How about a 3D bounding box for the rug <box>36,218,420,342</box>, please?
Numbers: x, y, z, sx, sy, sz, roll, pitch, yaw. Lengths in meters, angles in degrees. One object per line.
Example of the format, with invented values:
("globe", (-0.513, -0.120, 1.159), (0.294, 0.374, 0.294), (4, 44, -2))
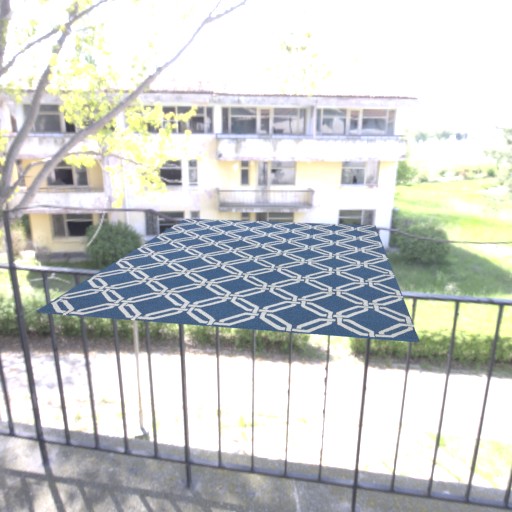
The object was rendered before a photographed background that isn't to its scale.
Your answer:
("rug", (0.000, 0.000, 3.893), (2.277, 0.020, 2.867), (3, 17, 9))
